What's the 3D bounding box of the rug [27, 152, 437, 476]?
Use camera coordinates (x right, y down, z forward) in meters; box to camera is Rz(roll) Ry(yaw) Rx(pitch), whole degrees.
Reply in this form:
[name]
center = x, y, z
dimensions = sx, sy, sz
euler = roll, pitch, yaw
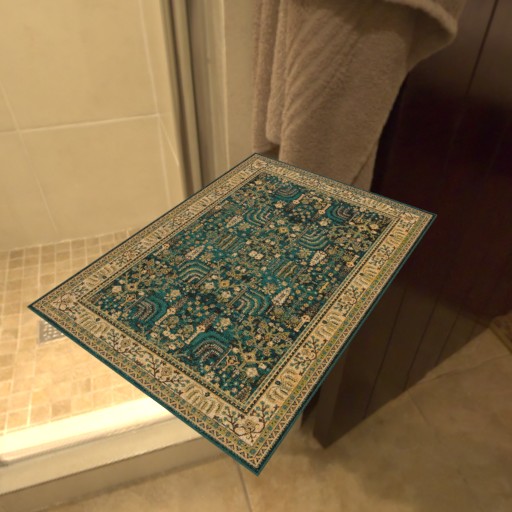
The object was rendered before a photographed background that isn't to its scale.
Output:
[rug]
center = 0.000, 0.000, 2.828
dimensions = 1.594, 0.013, 2.213
euler = 25, 47, 26
